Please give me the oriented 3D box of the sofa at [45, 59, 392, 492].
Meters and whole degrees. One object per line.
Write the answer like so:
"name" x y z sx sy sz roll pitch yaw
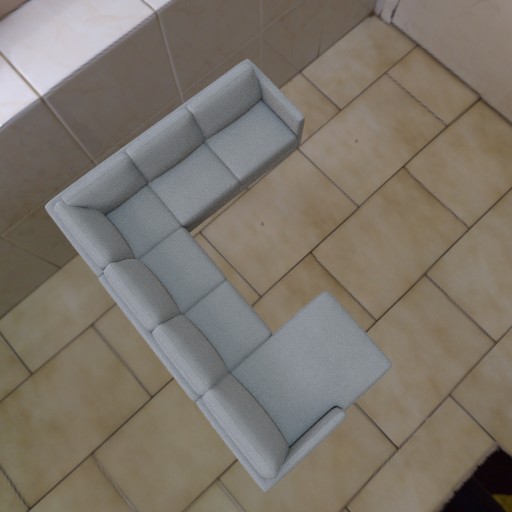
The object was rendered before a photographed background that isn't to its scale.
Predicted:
"sofa" 0.000 0.000 4.303 2.551 0.853 3.238 -39 79 -9
